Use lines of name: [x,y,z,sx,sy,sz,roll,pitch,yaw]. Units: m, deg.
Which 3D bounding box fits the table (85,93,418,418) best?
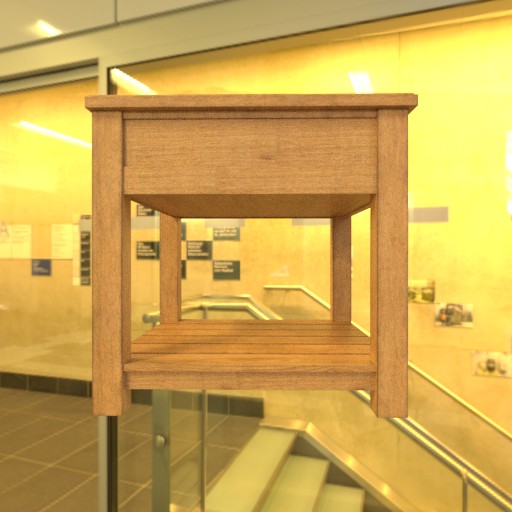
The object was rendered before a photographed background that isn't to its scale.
table: [0.000,0.000,1.110,0.612,0.593,0.616,0,0,1]
